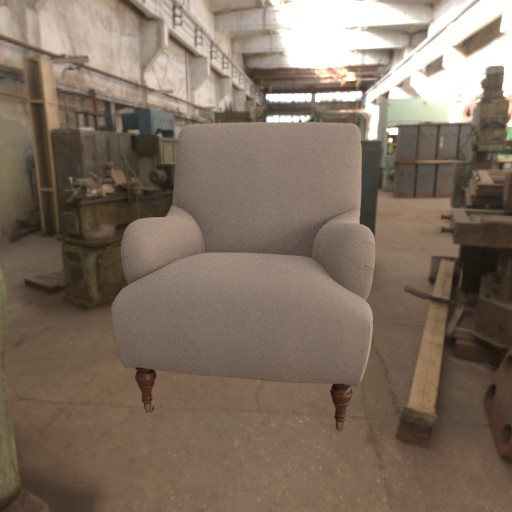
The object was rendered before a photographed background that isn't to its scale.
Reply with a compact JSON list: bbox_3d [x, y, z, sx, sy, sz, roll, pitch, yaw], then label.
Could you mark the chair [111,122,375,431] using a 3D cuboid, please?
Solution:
[{"bbox_3d":[0.000,0.000,1.580,0.766,0.942,0.842,2,14,9],"label":"chair"}]
